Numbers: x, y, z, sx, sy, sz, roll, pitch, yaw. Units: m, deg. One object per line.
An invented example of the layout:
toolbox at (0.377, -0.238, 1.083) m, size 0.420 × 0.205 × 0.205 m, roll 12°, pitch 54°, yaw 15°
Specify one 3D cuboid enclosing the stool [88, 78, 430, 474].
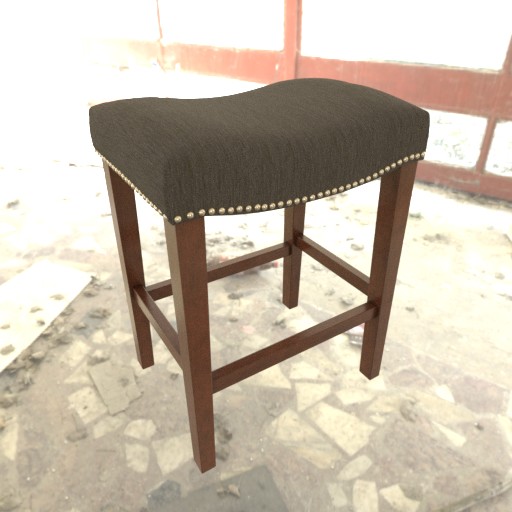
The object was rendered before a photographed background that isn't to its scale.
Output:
stool at (0.000, 0.000, 0.933) m, size 0.504 × 0.654 × 0.372 m, roll -18°, pitch 35°, yaw -27°
